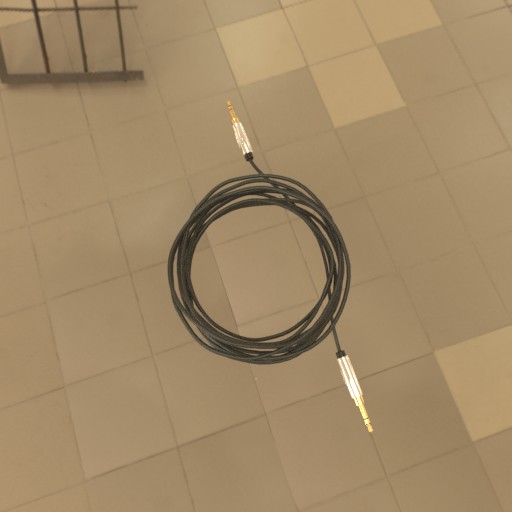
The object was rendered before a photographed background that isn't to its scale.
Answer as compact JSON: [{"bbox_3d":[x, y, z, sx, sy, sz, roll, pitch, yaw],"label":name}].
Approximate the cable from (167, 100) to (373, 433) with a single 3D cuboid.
[{"bbox_3d":[0.000,0.000,0.492,0.198,0.069,0.432,-19,75,-5],"label":"cable"}]
